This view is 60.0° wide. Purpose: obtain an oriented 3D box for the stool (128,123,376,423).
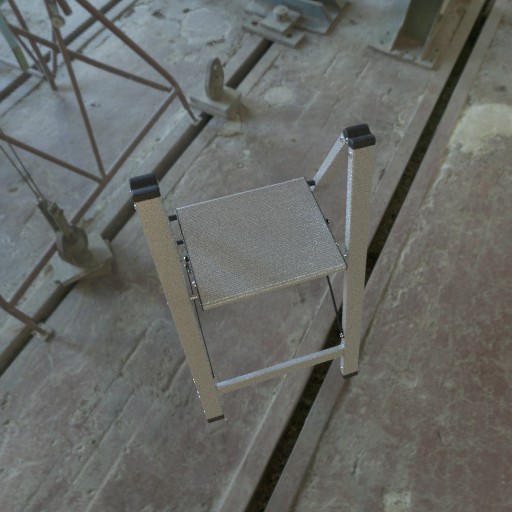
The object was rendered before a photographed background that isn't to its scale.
[{"bbox_3d":[0.000,0.000,1.050,0.440,0.670,0.535,-15,61,-9],"label":"stool"}]
